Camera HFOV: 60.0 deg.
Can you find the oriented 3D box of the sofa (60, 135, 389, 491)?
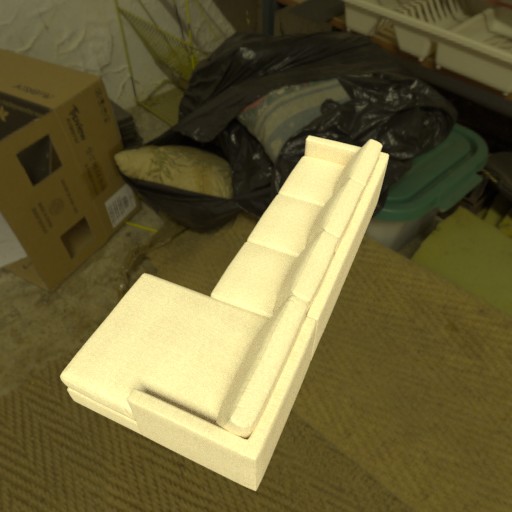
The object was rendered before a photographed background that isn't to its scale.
[{"bbox_3d":[0.000,0.000,4.077,1.603,0.954,3.471,18,49,17],"label":"sofa"}]
